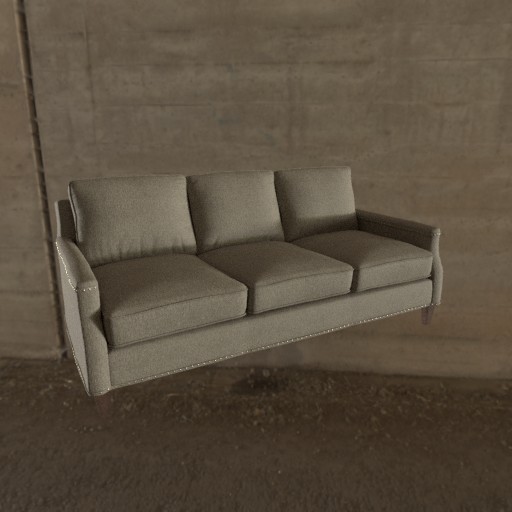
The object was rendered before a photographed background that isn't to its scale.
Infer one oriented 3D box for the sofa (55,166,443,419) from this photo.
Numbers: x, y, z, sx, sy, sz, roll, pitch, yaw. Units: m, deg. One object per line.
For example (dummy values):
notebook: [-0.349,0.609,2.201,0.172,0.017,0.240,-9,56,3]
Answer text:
sofa: [0.000,0.000,2.780,2.246,1.003,1.084,-9,18,-28]
